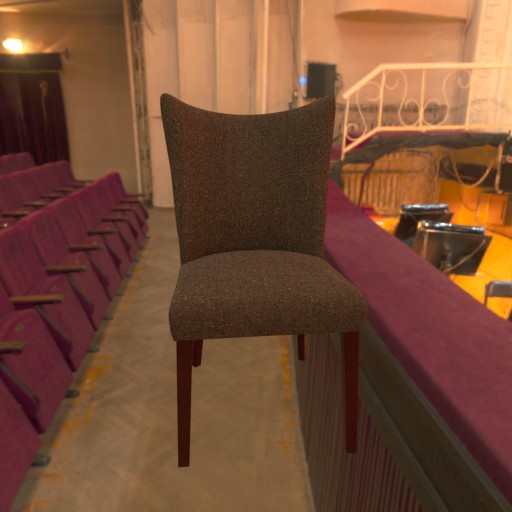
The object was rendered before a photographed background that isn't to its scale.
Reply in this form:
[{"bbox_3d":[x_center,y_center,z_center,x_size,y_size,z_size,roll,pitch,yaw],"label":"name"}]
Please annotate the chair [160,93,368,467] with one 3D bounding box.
[{"bbox_3d":[0.000,0.000,1.311,0.535,0.924,0.623,-2,17,-6],"label":"chair"}]
